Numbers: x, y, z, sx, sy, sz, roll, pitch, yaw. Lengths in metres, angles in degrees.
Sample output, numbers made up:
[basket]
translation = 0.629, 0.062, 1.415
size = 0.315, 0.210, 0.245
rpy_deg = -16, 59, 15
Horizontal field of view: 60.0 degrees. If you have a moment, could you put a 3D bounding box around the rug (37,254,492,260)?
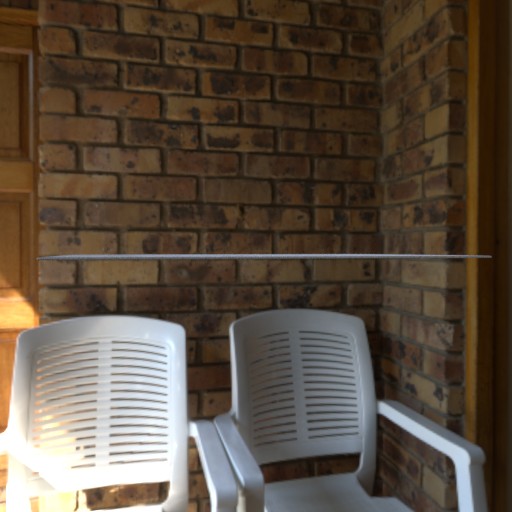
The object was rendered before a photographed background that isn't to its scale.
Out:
[rug]
translation = 0.000, 0.000, 2.967
size = 2.438, 0.012, 1.524
rpy_deg = 0, 1, -18
